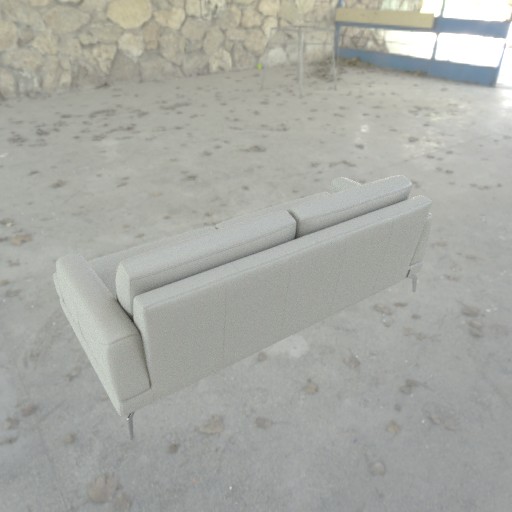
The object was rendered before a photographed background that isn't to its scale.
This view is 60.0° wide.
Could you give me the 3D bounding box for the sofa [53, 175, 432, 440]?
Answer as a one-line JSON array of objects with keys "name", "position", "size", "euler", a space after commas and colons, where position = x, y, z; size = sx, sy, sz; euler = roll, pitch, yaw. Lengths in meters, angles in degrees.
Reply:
[{"name": "sofa", "position": [0.000, 0.000, 2.433], "size": [1.940, 0.765, 0.974], "euler": [-20, 36, -30]}]
